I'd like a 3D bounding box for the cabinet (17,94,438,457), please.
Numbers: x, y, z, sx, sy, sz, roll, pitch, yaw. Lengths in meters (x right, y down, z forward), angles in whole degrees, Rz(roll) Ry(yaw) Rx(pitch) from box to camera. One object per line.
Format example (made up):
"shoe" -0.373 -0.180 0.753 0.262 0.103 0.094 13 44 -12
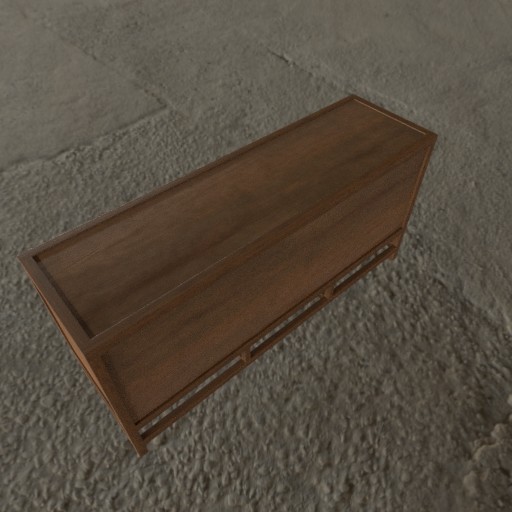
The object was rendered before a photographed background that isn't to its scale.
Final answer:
"cabinet" 0.000 0.000 2.040 1.708 0.820 0.522 -32 55 -26
